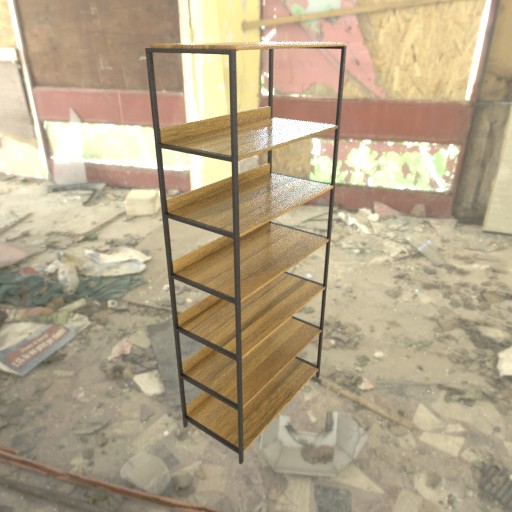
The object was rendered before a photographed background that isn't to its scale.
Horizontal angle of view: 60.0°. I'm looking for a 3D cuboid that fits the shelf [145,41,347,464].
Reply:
[{"bbox_3d":[0.000,0.000,2.328,0.431,2.015,0.847,18,32,32],"label":"shelf"}]
